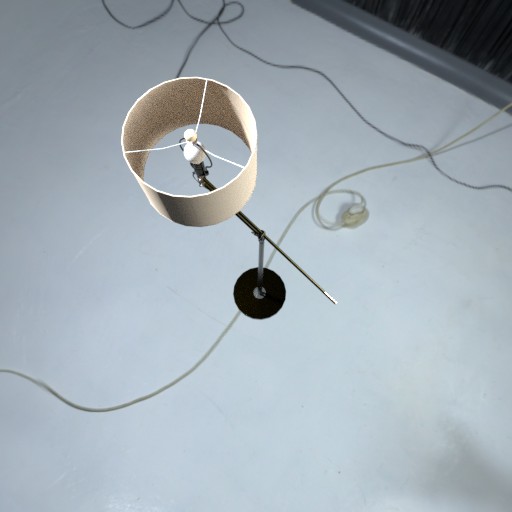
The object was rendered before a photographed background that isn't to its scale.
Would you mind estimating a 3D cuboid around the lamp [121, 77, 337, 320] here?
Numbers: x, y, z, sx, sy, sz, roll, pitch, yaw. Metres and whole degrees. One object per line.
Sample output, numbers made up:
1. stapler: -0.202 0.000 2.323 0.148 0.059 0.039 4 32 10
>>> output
1. lamp: 0.000 0.000 1.969 0.809 1.635 0.373 32 77 8
